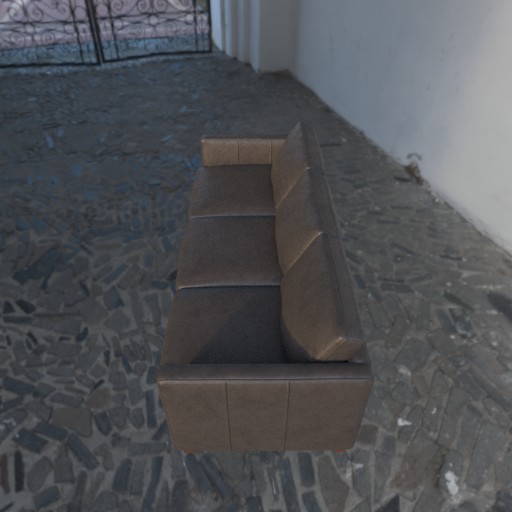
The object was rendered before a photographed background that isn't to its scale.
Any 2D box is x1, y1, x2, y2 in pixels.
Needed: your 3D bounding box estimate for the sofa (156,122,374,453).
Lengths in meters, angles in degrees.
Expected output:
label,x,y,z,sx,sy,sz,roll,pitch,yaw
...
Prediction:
label,x,y,z,sx,sy,sz,roll,pitch,yaw
sofa,0.000,0.000,3.076,1.045,1.006,2.464,0,41,0
